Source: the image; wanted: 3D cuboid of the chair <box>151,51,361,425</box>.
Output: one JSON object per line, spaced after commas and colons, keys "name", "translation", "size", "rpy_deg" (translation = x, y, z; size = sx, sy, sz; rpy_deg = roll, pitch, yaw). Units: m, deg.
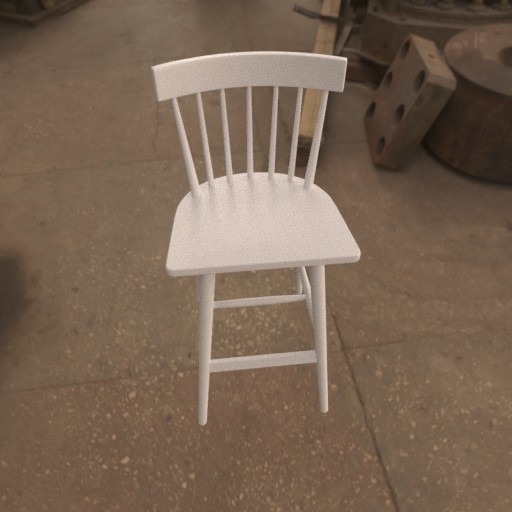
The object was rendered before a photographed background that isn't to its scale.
{"name": "chair", "translation": [0.000, 0.000, 1.372], "size": [0.483, 1.092, 0.572], "rpy_deg": [-4, 47, -4]}
